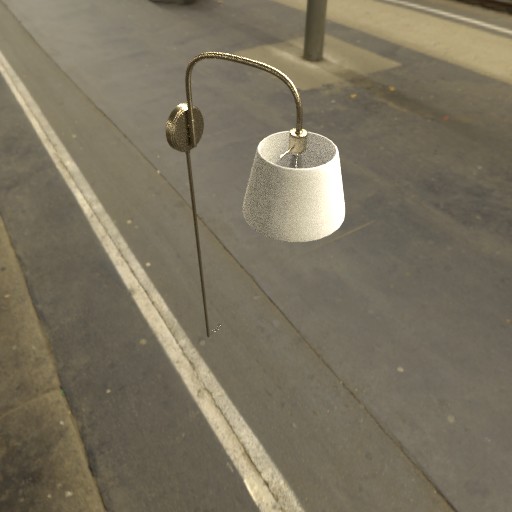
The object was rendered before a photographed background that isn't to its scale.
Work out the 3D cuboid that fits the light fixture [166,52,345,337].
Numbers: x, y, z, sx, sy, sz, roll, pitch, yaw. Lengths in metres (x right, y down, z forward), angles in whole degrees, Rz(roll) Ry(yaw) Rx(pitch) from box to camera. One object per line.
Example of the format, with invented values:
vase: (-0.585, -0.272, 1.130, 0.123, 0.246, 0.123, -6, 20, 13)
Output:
light fixture: (0.000, 0.000, 0.471, 0.176, 0.399, 0.092, 26, 48, 26)
